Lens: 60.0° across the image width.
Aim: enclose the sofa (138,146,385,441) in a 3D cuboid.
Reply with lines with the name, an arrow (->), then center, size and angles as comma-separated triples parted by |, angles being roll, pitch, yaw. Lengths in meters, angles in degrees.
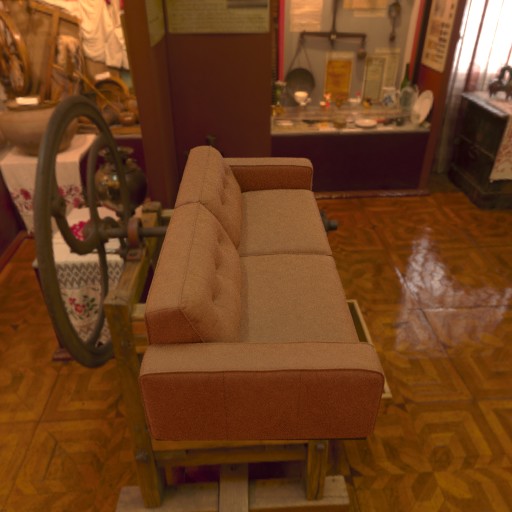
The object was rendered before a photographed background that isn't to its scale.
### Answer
sofa -> 0.000, 0.000, 2.694 | 0.953, 0.780, 2.270 | -1, 33, -1
